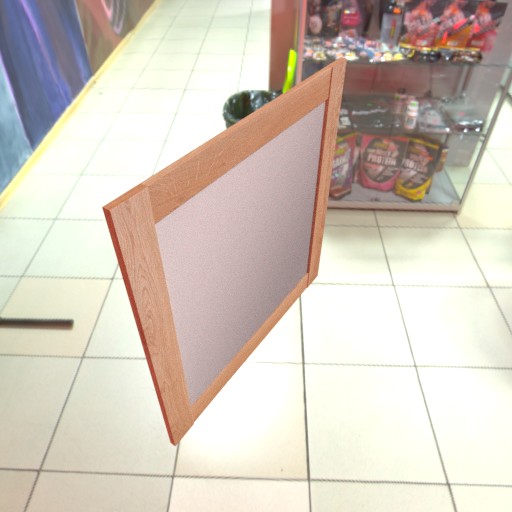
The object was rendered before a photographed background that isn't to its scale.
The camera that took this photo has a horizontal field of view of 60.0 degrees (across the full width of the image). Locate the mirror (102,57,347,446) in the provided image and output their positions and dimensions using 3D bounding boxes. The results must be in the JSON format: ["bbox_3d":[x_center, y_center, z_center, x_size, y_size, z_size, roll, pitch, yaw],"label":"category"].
[{"bbox_3d":[0.000,0.000,1.185,0.020,0.800,0.800,25,48,25],"label":"mirror"}]
